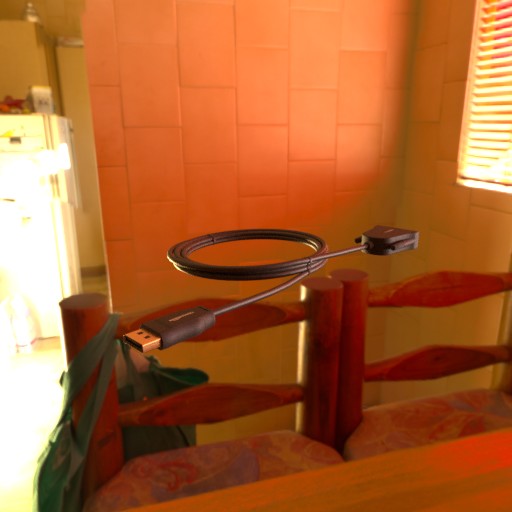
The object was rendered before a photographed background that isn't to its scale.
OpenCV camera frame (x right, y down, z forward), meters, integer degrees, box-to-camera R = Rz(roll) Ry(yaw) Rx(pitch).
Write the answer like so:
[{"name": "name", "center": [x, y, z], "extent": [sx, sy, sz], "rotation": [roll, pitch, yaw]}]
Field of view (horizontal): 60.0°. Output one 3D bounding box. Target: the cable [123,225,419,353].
[{"name": "cable", "center": [0.000, 0.000, 0.336], "extent": [0.136, 0.015, 0.281], "rotation": [15, 22, 42]}]
